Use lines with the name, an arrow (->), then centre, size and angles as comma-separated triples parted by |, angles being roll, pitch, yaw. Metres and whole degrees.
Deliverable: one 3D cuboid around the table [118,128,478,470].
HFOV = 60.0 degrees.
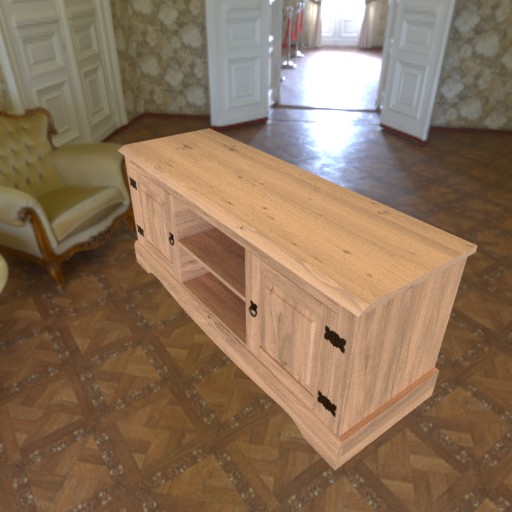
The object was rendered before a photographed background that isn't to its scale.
table -> 0.000, 0.000, 1.478 | 0.400, 0.510, 1.200 | -21, 38, -30
